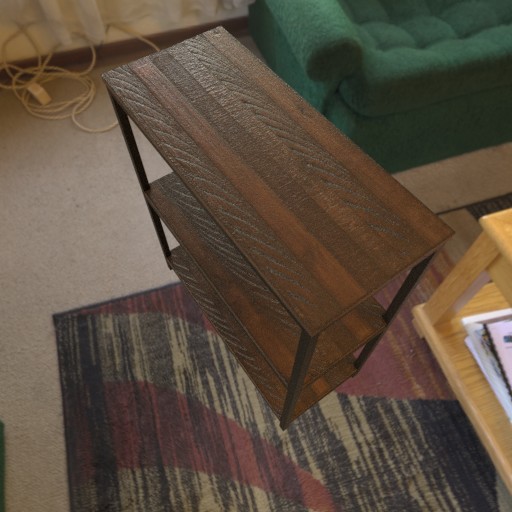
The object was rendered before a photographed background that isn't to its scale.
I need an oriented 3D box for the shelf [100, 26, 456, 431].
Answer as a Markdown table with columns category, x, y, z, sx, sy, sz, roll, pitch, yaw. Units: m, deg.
| category | x | y | z | sx | sy | sz | roll | pitch | yaw |
| --- | --- | --- | --- | --- | --- | --- | --- | --- | --- |
| shelf | 0.000 | 0.000 | 1.371 | 0.352 | 0.947 | 0.822 | -31 | 64 | -17 |
